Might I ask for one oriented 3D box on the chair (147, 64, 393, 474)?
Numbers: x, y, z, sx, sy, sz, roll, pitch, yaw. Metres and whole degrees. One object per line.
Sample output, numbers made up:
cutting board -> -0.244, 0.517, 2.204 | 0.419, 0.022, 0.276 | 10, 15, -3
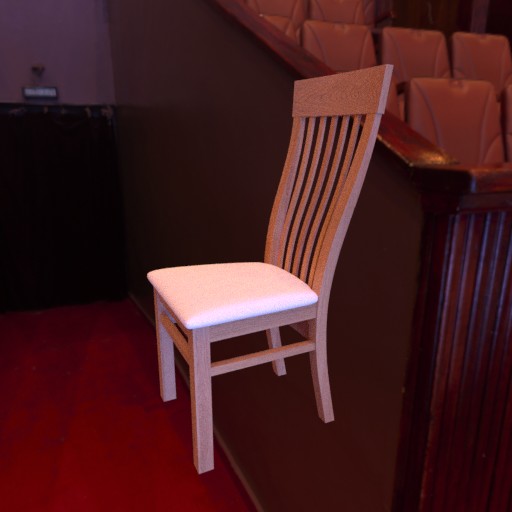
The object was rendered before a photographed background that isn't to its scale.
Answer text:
chair -> 0.000, 0.000, 1.340 | 0.580, 1.050, 0.450 | -8, 18, -25
